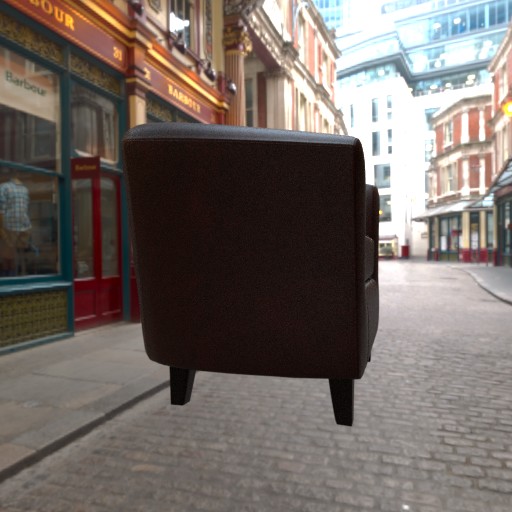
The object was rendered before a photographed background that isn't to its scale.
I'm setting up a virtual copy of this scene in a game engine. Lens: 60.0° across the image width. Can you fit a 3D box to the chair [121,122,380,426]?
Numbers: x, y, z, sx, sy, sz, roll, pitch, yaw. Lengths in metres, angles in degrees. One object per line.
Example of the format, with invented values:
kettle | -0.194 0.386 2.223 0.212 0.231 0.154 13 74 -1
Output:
chair | 0.000 0.000 1.399 0.727 0.756 0.792 0 0 18
